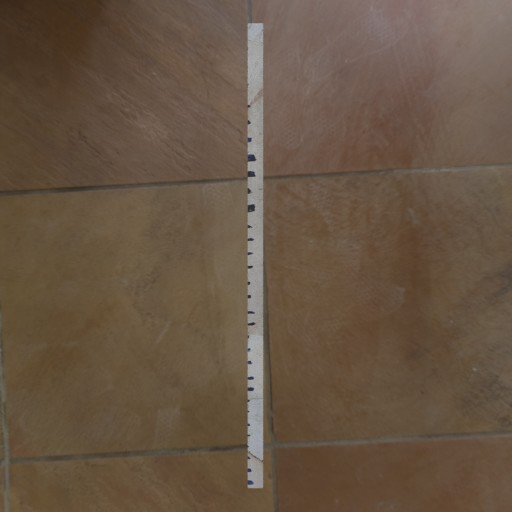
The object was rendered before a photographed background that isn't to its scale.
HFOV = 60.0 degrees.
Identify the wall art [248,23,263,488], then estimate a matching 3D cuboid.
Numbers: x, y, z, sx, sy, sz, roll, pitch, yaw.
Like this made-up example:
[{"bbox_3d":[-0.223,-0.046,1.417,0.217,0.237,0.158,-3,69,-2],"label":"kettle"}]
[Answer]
[{"bbox_3d":[0.000,0.000,1.468,0.038,0.757,1.143,0,90,0],"label":"wall art"}]
